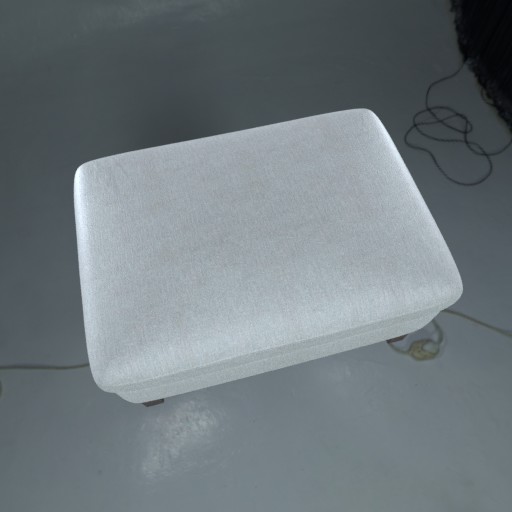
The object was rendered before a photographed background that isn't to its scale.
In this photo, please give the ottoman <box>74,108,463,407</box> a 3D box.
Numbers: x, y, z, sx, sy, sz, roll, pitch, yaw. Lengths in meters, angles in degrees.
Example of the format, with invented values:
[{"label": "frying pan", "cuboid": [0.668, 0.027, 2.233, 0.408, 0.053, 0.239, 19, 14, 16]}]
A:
[{"label": "ottoman", "cuboid": [0.000, 0.000, 1.040, 0.735, 0.404, 0.528, -13, 63, -7]}]
